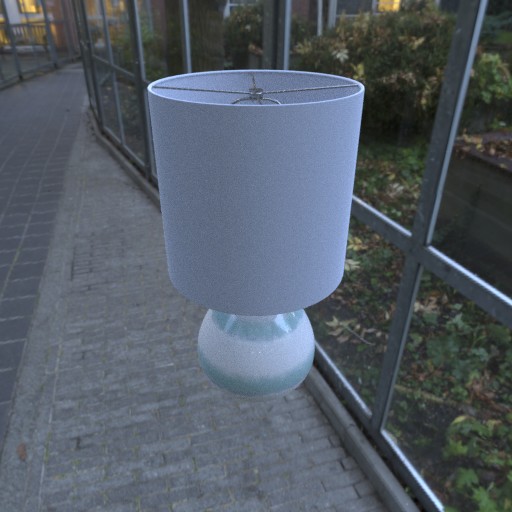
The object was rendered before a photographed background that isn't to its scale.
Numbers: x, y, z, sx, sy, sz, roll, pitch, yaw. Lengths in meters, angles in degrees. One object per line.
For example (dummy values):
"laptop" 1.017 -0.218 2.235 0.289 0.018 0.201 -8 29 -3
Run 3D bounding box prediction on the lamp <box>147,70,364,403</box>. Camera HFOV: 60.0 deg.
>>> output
"lamp" 0.000 0.000 0.552 0.217 0.404 0.217 -1 30 -2
